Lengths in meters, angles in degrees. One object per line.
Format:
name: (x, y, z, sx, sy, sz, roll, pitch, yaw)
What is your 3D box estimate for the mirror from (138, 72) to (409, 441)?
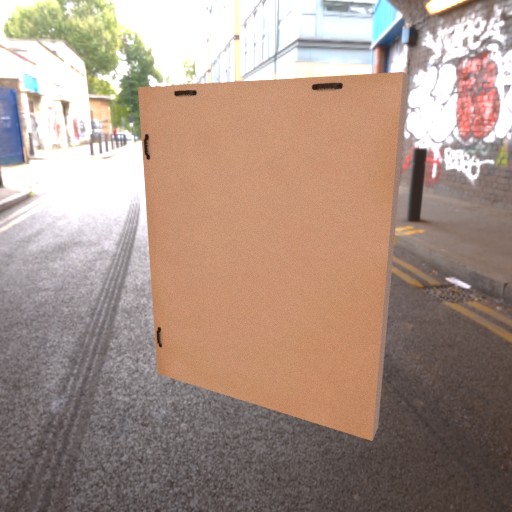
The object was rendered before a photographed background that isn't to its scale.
mirror: (0.000, 0.000, 0.690, 0.405, 0.508, 0.041, 8, 18, 27)
